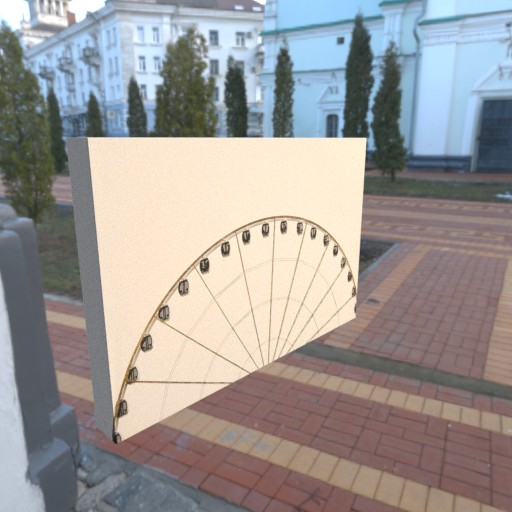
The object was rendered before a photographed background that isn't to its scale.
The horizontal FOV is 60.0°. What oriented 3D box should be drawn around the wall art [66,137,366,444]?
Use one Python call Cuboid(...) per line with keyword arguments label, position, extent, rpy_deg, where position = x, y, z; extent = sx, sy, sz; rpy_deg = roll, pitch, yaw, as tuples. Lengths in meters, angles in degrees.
Cuboid(label="wall art", position=(0.000, 0.000, 0.493), extent=(0.039, 0.254, 0.384), rpy_deg=(14, 20, 42))
